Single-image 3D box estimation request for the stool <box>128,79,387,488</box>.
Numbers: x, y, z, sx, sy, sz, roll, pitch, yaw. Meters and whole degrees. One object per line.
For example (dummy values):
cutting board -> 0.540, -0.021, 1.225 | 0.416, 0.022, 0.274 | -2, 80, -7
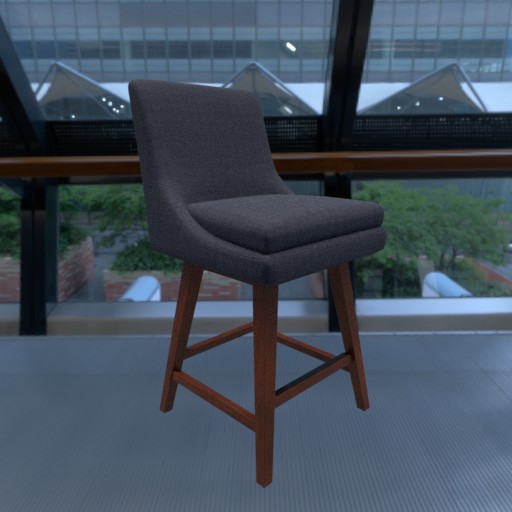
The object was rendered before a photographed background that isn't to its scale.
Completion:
stool -> 0.000, 0.000, 1.179 | 0.467, 0.895, 0.524 | -14, 20, -43
